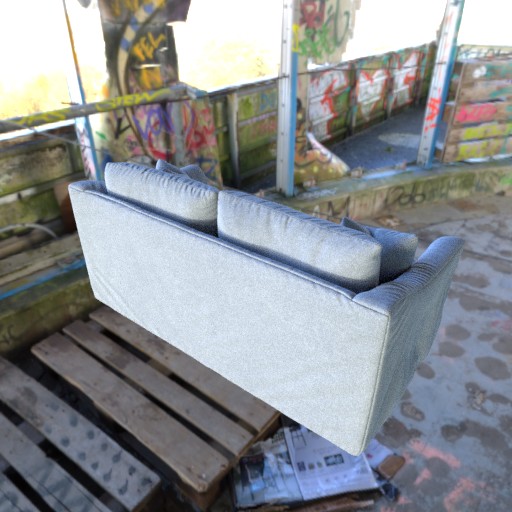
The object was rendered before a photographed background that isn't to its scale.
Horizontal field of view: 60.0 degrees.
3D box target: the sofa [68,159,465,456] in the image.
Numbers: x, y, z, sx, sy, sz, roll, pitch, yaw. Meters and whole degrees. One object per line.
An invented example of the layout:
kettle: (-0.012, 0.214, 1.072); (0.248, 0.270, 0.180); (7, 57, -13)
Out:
sofa: (0.000, 0.000, 2.602); (2.010, 1.018, 1.072); (22, 37, 32)
